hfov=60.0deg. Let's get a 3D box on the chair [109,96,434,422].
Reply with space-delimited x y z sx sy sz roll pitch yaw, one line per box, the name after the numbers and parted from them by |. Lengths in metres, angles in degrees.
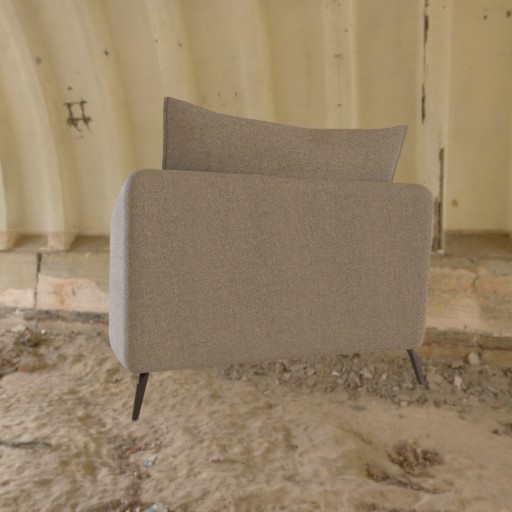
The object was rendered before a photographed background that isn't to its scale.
0.000 0.000 1.630 1.029 0.856 0.801 0 1 -19 | chair
